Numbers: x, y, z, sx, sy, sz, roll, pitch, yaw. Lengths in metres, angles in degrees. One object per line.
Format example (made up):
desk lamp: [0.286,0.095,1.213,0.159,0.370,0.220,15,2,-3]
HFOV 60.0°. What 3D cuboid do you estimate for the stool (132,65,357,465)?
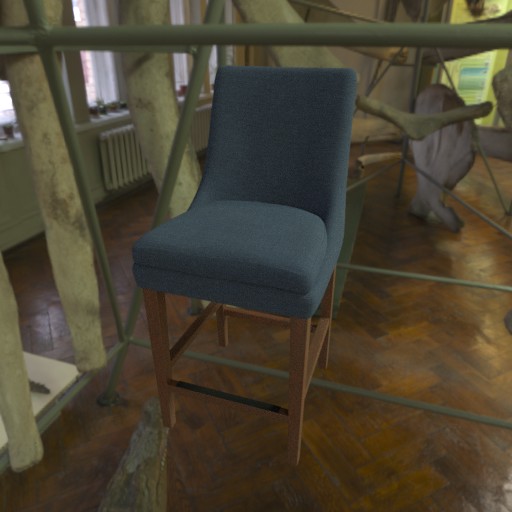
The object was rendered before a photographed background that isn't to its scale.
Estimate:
stool: [0.000,0.000,1.279,0.470,0.981,0.577,9,28,17]
